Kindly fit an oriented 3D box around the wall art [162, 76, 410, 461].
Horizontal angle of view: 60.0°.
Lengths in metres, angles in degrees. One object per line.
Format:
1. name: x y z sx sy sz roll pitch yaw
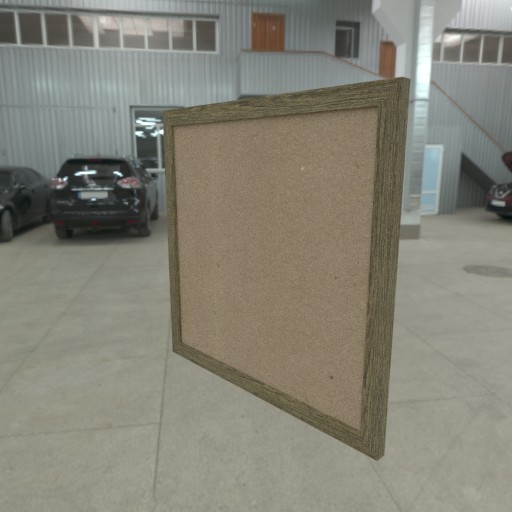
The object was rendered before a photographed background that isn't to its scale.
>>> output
1. wall art: 0.000 0.000 0.753 0.019 0.508 0.508 -12 17 -43
